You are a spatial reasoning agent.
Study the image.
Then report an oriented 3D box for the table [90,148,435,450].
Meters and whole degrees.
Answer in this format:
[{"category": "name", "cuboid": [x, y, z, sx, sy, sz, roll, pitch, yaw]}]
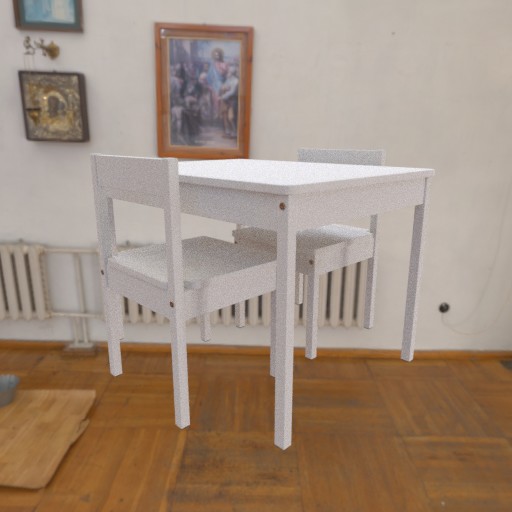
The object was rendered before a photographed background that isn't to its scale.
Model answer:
[{"category": "table", "cuboid": [0.000, 0.000, 1.096, 0.672, 0.503, 0.650, -14, 21, -42]}]
